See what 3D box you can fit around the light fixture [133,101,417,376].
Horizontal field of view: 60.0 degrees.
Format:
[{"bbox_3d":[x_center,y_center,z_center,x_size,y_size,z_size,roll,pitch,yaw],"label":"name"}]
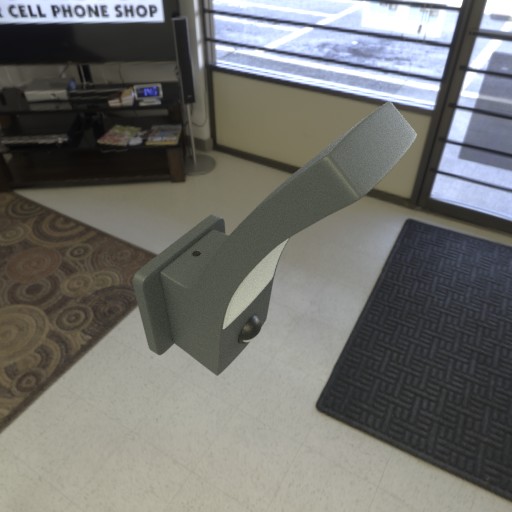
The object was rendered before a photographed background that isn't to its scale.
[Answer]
[{"bbox_3d":[0.000,0.000,0.333,0.174,0.243,0.108,24,46,25],"label":"light fixture"}]
